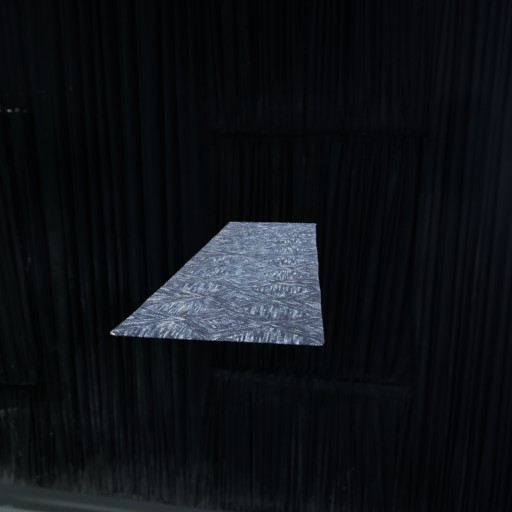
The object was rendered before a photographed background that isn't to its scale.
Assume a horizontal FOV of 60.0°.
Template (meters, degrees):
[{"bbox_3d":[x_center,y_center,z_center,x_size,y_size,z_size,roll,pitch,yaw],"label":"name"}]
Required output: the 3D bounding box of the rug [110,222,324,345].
[{"bbox_3d":[0.000,0.000,2.535,0.719,0.013,2.306,2,14,6],"label":"rug"}]
